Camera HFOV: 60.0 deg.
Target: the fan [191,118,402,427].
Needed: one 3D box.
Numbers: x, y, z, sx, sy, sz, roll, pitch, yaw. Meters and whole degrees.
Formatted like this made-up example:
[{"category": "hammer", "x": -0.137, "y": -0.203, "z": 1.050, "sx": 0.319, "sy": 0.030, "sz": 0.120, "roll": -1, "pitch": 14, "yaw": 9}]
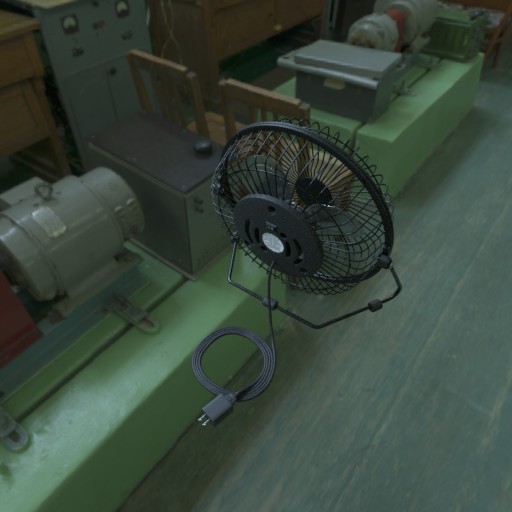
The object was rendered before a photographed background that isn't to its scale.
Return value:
[{"category": "fan", "x": 0.000, "y": 0.000, "z": 0.378, "sx": 0.209, "sy": 0.188, "sz": 0.227, "roll": 26, "pitch": 50, "yaw": 24}]
